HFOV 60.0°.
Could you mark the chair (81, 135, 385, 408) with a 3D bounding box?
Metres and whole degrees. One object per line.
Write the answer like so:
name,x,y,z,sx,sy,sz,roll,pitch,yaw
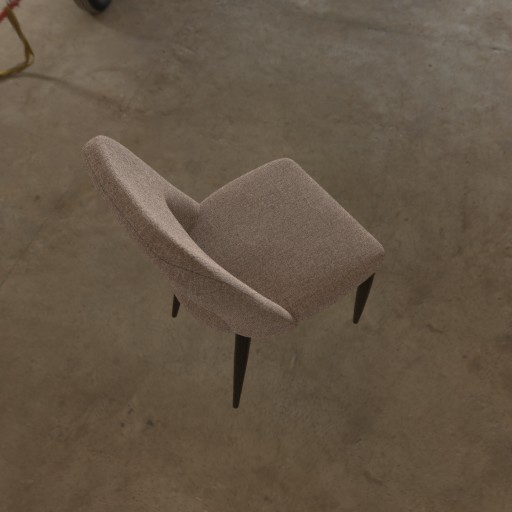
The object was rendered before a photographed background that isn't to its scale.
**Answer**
chair,0.000,0.000,1.216,0.612,0.931,0.470,-31,63,-18
